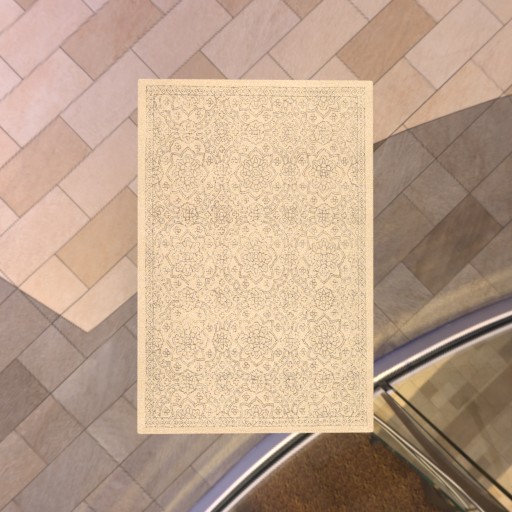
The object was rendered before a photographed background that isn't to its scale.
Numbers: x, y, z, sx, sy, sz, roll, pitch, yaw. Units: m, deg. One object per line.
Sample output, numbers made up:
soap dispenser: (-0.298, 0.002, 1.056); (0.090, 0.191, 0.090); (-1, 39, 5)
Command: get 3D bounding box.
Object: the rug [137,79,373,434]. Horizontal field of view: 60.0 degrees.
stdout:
rug: (0.000, 0.000, 2.295); (1.219, 0.010, 1.829); (0, 90, -1)
